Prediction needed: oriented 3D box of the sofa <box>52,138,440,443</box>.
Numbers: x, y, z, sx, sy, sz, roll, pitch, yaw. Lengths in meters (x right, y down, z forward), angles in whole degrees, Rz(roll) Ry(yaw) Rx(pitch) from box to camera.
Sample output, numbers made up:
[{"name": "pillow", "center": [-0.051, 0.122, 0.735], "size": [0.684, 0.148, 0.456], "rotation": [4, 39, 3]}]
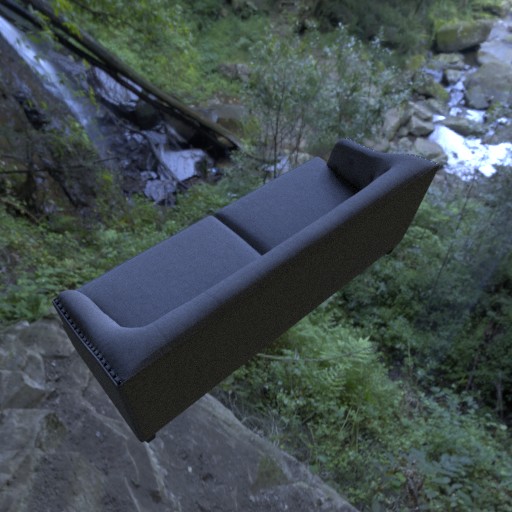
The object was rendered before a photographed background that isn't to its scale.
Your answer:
[{"name": "sofa", "center": [0.000, 0.000, 2.739], "size": [2.235, 0.901, 0.914], "rotation": [-33, 55, -27]}]
